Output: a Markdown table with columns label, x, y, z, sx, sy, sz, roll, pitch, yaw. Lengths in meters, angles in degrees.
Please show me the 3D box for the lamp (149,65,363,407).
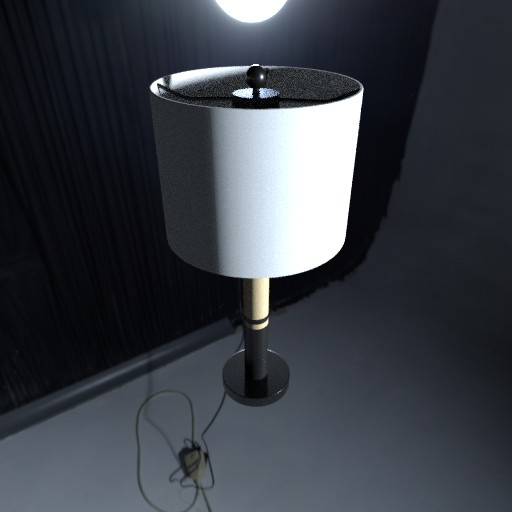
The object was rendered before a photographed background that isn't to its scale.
| label | x | y | z | sx | sy | sz | roll | pitch | yaw |
| --- | --- | --- | --- | --- | --- | --- | --- | --- | --- |
| lamp | 0.000 | 0.000 | 0.799 | 0.305 | 0.640 | 0.305 | -20 | 37 | -29 |
